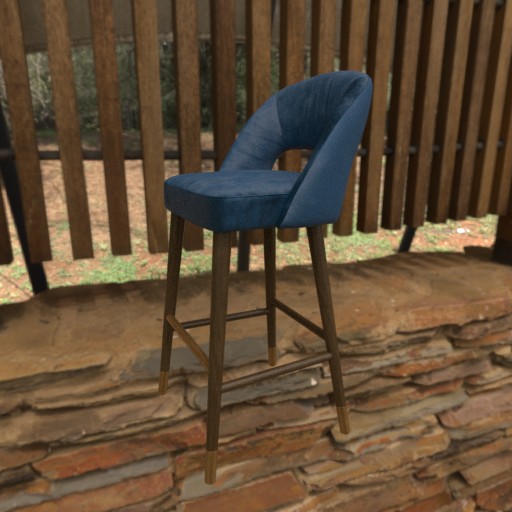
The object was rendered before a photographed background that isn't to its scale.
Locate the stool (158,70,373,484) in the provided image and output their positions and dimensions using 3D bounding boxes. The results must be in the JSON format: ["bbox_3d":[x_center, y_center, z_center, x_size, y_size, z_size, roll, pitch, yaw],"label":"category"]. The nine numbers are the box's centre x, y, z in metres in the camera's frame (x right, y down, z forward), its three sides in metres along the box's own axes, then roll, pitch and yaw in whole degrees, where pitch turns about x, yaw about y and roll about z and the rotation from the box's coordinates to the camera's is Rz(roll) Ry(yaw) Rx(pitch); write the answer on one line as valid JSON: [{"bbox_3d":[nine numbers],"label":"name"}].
[{"bbox_3d":[0.000,0.000,1.284,0.515,1.016,0.514,-8,17,-26],"label":"stool"}]
